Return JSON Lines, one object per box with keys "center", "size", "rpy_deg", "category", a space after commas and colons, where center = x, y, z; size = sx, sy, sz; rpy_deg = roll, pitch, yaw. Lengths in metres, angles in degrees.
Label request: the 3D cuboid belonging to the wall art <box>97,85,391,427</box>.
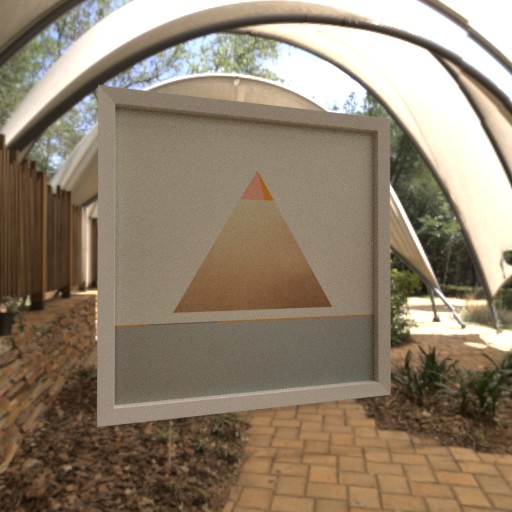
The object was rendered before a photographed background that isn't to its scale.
{"center": [0.000, 0.000, 1.920], "size": [1.289, 1.291, 0.098], "rpy_deg": [0, -1, -18], "category": "wall art"}
